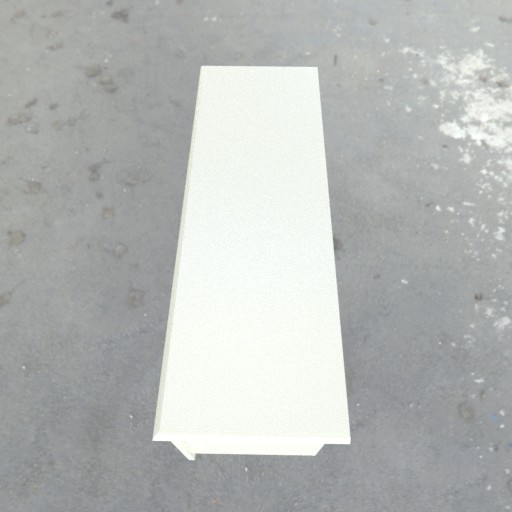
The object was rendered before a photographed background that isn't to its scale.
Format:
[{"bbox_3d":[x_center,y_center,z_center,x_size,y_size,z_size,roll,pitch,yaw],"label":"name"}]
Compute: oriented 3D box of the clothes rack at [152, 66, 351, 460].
[{"bbox_3d":[0.000,0.000,1.450,0.405,0.558,1.218,1,58,0],"label":"clothes rack"}]
